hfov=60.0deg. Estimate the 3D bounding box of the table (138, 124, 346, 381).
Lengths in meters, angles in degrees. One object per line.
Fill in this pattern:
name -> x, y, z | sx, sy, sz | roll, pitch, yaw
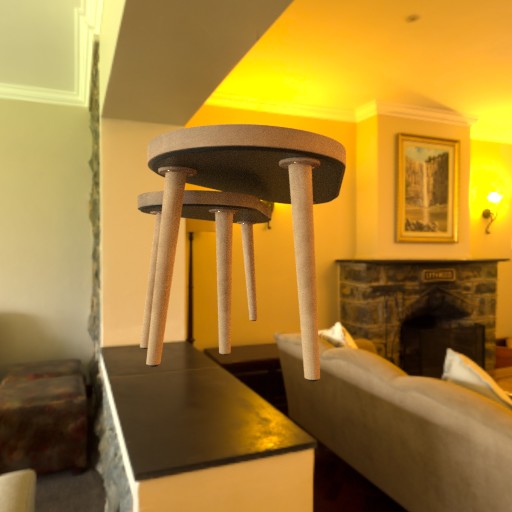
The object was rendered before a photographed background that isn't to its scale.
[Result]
table -> 0.000, 0.000, 1.590 | 0.701, 0.595, 1.190 | 0, 0, 18
